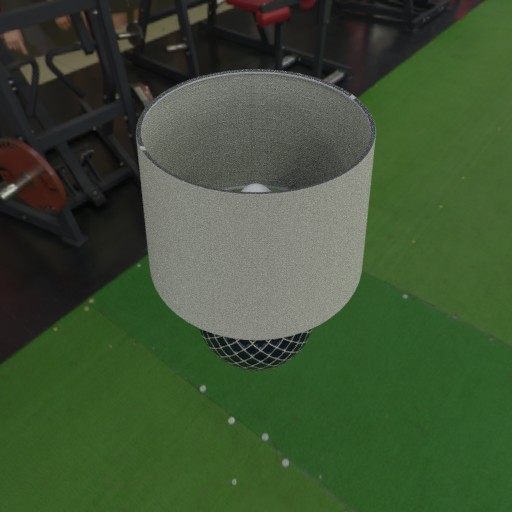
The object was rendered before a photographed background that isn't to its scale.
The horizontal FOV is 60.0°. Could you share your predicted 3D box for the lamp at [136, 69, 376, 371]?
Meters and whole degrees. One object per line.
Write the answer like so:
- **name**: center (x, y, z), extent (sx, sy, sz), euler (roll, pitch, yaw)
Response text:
- **lamp**: center (0.000, 0.000, 0.804), extent (0.376, 0.540, 0.376), euler (0, 46, 0)
